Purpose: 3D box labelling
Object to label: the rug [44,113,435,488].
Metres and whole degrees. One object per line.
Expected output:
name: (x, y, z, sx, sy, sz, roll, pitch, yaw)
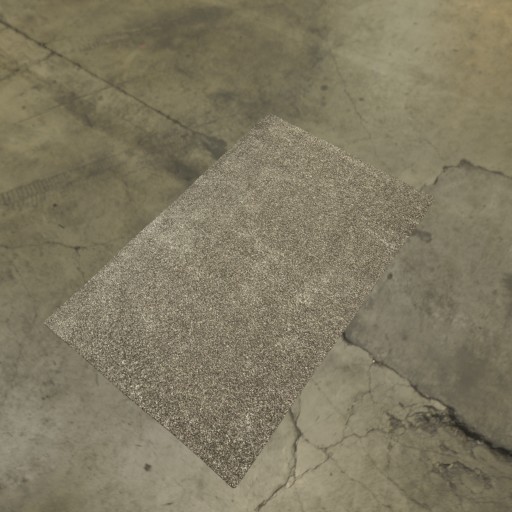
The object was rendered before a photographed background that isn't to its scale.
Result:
rug: (0.000, 0.000, 2.970, 1.502, 0.025, 2.350, 33, 64, 18)
